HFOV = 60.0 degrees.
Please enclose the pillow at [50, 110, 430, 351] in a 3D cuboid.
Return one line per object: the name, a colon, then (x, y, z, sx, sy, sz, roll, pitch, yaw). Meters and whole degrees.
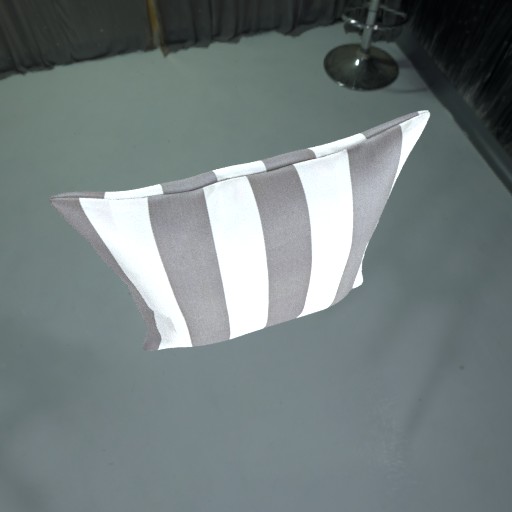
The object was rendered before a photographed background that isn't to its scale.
pillow: (0.000, 0.000, 0.788, 0.522, 0.507, 0.192, -15, 59, -9)
